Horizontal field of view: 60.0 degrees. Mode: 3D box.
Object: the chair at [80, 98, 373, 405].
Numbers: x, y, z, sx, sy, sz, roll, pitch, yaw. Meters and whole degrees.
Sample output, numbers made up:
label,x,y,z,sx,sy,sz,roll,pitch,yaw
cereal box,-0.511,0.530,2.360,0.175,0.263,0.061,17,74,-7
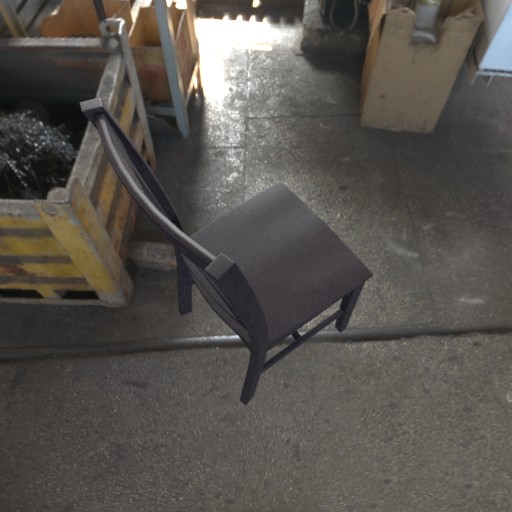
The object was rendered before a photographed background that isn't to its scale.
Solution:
label,x,y,z,sx,sy,sz,roll,pitch,yaw
chair,0.000,0.000,1.254,0.542,0.983,0.485,-32,64,-18
